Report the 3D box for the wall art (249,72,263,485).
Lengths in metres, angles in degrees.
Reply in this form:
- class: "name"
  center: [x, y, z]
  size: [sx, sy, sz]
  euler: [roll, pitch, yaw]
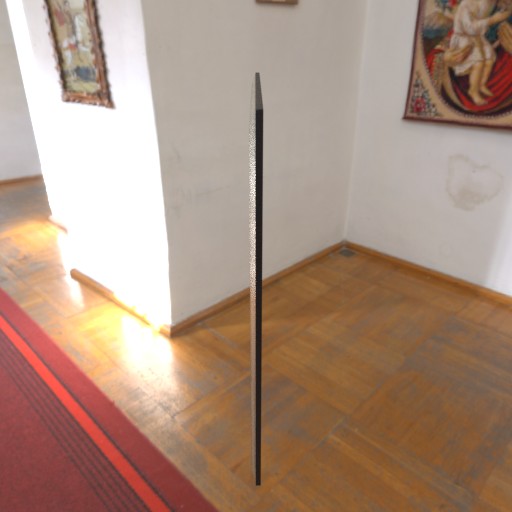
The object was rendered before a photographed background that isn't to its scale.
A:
- class: "wall art"
  center: [0.000, 0.000, 0.913]
  size: [0.018, 0.660, 0.559]
  euler: [0, 27, 0]
